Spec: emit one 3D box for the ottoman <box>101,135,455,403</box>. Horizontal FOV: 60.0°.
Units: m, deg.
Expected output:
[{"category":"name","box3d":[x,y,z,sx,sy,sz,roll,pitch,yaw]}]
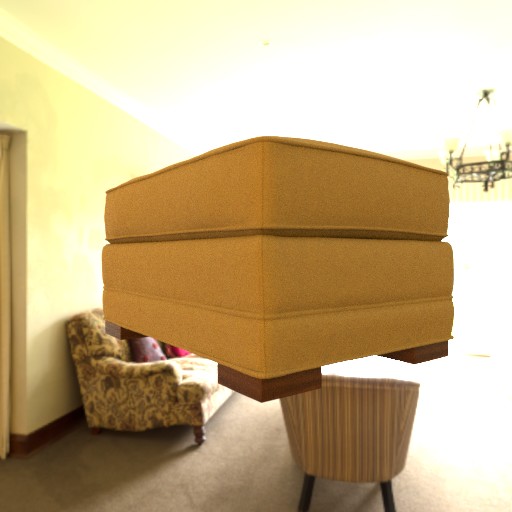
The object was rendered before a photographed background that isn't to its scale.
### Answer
[{"category":"ottoman","box3d":[0.000,0.000,1.217,0.611,0.482,0.848,0,0,-36]}]
